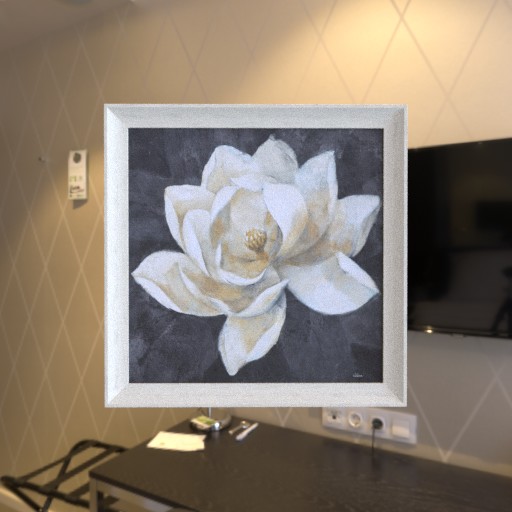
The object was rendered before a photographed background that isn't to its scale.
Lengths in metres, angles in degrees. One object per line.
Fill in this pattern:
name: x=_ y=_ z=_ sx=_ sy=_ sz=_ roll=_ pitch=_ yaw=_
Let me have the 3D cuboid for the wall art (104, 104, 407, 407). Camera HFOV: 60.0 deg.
wall art: x=0.000 y=0.000 z=1.509 sx=1.016 sy=1.016 sz=0.045 roll=0 pitch=0 yaw=0
